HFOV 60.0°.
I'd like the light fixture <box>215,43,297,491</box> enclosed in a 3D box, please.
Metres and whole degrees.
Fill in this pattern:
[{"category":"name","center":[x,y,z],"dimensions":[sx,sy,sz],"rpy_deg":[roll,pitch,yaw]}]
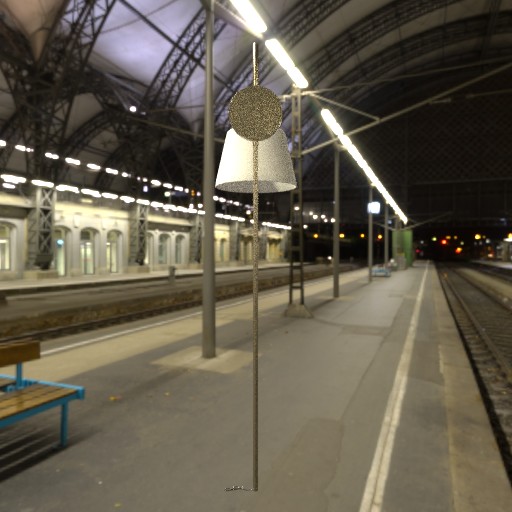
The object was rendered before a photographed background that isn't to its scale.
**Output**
[{"category":"light fixture","center":[0.000,0.000,0.461],"dimensions":[0.092,0.399,0.176],"rpy_deg":[0,0,0]}]
